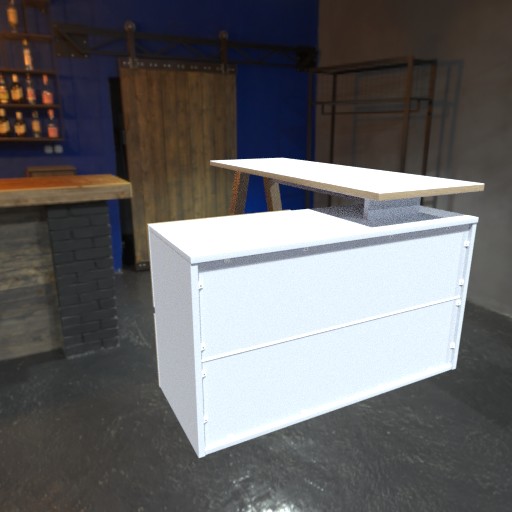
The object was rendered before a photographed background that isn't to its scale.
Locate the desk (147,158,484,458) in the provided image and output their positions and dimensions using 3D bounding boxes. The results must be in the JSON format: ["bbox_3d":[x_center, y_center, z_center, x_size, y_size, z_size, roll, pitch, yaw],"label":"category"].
[{"bbox_3d":[0.000,0.000,2.033,1.098,0.755,1.404,-8,18,-26],"label":"desk"}]
